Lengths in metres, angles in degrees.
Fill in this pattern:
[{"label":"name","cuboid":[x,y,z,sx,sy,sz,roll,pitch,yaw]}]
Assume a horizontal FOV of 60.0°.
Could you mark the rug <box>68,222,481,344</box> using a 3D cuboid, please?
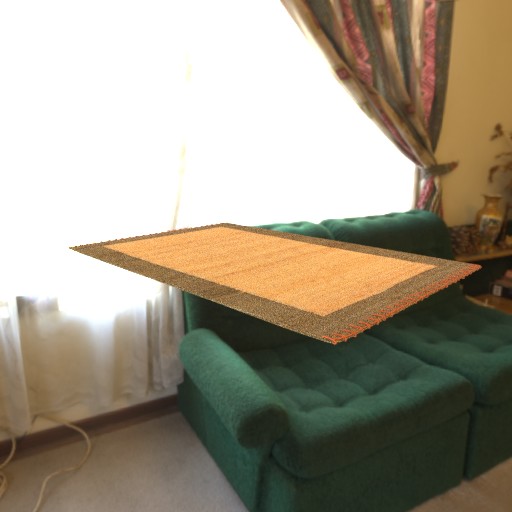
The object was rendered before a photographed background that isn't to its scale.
[{"label":"rug","cuboid":[0.000,0.000,2.296,1.838,0.019,1.220,13,19,43]}]
